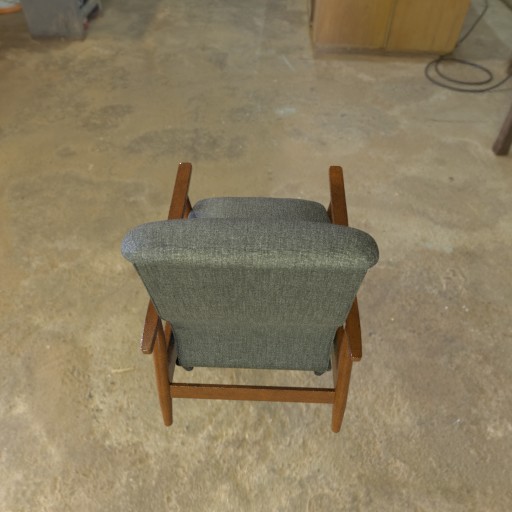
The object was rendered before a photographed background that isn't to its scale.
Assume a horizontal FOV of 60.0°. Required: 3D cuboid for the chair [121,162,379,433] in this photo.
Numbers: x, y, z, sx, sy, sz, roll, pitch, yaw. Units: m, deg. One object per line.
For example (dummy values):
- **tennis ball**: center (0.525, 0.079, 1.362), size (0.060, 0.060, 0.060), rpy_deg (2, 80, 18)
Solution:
- **chair**: center (0.000, 0.000, 1.784), size (0.762, 1.082, 1.030), rpy_deg (2, 46, 2)
